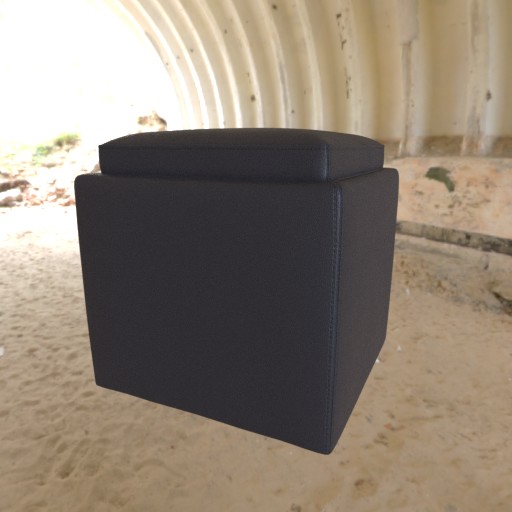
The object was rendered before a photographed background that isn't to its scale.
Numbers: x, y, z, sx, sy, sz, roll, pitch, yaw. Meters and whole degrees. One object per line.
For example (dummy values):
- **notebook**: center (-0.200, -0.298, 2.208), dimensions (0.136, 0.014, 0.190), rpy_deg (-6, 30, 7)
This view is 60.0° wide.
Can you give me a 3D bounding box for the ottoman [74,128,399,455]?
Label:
- **ottoman**: center (0.000, 0.000, 0.836), dimensions (0.451, 0.460, 0.450), rpy_deg (7, 15, 25)
